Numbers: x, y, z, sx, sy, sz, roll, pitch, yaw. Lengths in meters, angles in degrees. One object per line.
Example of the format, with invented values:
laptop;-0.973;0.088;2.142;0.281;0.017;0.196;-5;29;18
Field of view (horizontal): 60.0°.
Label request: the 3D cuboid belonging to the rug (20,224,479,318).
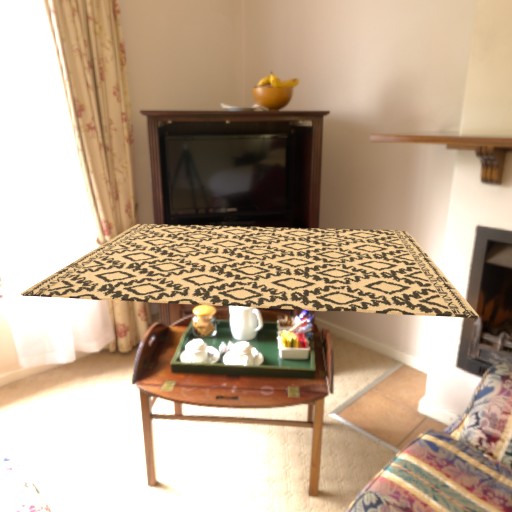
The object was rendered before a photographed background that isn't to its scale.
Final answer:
rug;0.000;0.000;4.328;3.369;0.036;2.444;2;17;7
